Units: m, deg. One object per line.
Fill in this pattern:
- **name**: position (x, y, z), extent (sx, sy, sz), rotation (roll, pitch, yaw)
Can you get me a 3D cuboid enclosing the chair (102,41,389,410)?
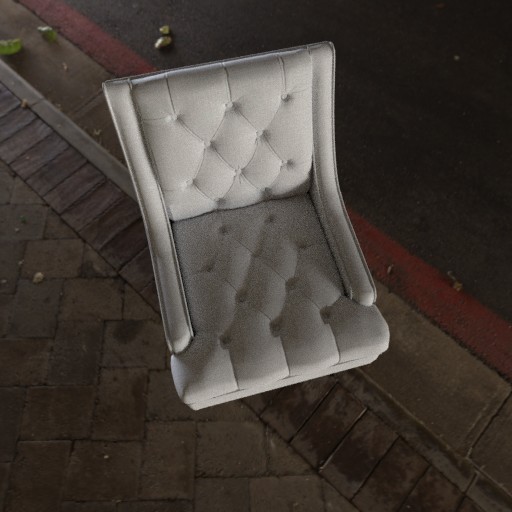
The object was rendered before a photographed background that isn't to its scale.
- **chair**: position (0.000, 0.000, 1.407), extent (0.658, 0.891, 0.772), rotation (-13, 64, -6)
